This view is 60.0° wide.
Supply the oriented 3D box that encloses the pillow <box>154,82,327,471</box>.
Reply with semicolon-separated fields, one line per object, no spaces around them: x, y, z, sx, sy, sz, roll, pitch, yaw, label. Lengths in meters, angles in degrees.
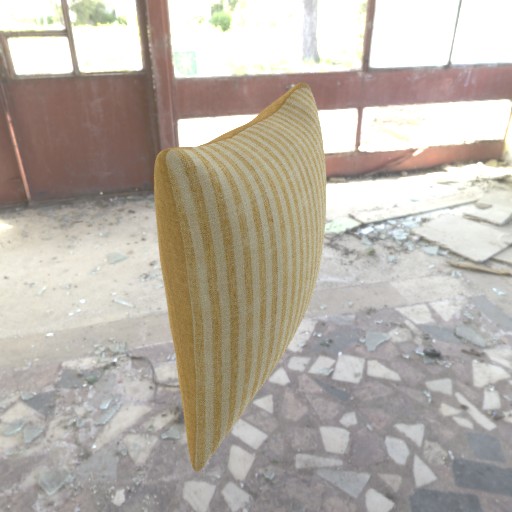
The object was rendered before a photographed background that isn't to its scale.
0.000;0.000;0.624;0.173;0.407;0.419;11;31;19;pillow
